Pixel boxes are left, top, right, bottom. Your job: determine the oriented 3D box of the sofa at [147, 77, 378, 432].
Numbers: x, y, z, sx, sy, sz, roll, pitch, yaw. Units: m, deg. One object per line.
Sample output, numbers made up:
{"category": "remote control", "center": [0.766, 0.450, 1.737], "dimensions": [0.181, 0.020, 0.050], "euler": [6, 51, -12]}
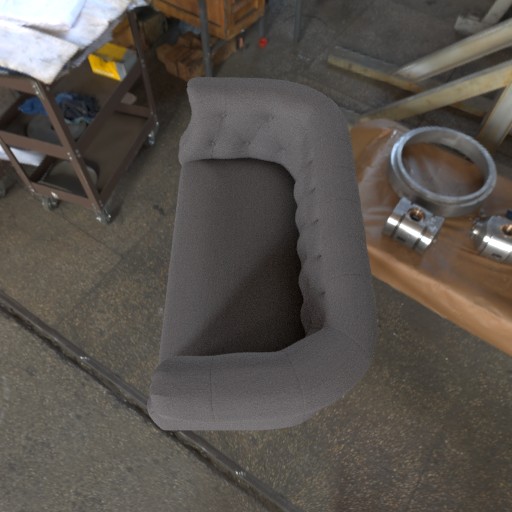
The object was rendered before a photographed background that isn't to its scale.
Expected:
{"category": "sofa", "center": [0.000, 0.000, 2.020], "dimensions": [0.835, 0.827, 1.558], "euler": [0, 59, 0]}
